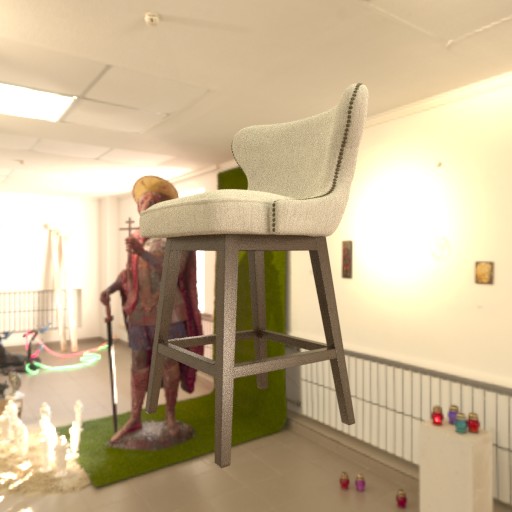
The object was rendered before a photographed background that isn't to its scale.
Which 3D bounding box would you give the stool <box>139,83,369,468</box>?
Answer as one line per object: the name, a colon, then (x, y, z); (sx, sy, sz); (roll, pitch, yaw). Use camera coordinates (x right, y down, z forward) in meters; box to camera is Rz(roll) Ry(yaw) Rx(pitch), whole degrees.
stool: (0.000, 0.000, 1.351); (0.597, 0.972, 0.615); (0, 0, -36)
